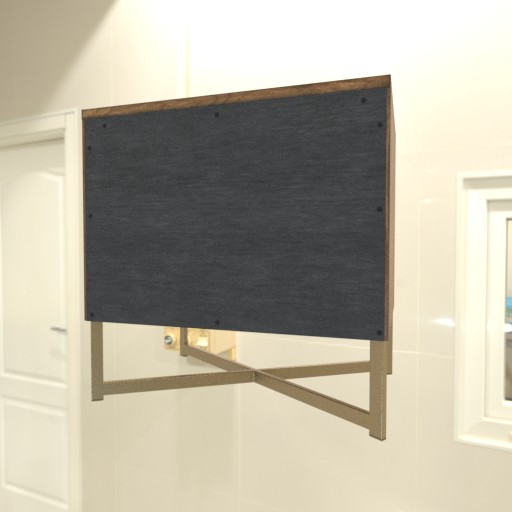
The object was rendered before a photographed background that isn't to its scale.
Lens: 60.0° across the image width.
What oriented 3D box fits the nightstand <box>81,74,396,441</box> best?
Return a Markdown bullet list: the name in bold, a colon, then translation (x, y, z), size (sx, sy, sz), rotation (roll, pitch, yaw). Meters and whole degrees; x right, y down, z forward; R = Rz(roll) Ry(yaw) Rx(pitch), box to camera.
- **nightstand**: translation (0.000, 0.000, 1.035), size (0.610, 0.610, 0.446), rotation (1, 2, 18)
